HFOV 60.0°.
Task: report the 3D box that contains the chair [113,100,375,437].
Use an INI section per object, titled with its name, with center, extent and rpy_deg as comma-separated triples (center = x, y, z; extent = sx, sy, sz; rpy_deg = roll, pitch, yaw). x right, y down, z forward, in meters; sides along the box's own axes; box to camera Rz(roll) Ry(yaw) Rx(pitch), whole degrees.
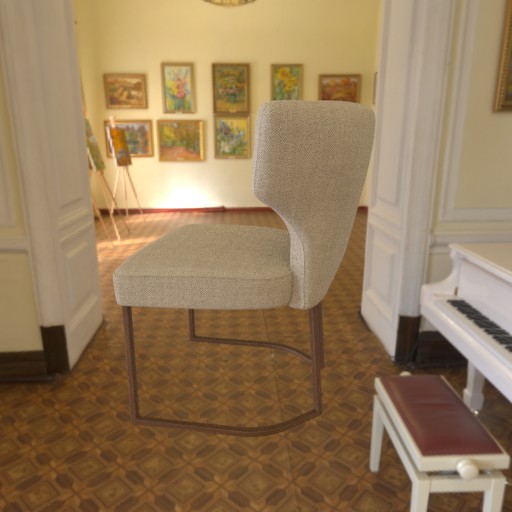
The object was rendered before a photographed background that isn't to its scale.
[chair]
center = 0.000, 0.000, 1.274
extent = 0.617, 0.824, 0.611
rpy_deg = 3, 16, 9
